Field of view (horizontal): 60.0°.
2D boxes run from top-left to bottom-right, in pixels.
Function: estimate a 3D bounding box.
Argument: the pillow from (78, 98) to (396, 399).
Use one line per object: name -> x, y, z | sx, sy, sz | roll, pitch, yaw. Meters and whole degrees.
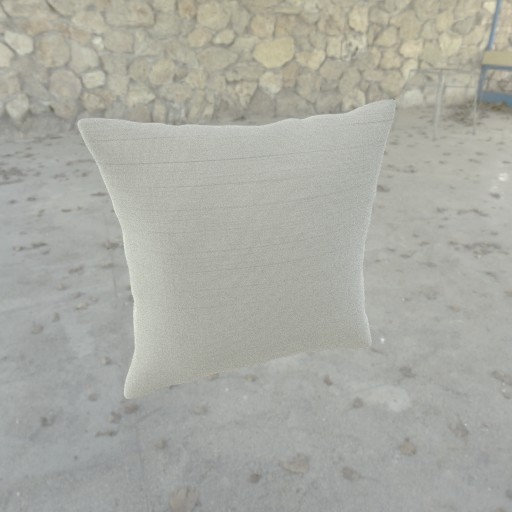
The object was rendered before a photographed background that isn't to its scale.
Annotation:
pillow -> 0.000, 0.000, 0.717 | 0.470, 0.464, 0.175 | -9, 28, -17
